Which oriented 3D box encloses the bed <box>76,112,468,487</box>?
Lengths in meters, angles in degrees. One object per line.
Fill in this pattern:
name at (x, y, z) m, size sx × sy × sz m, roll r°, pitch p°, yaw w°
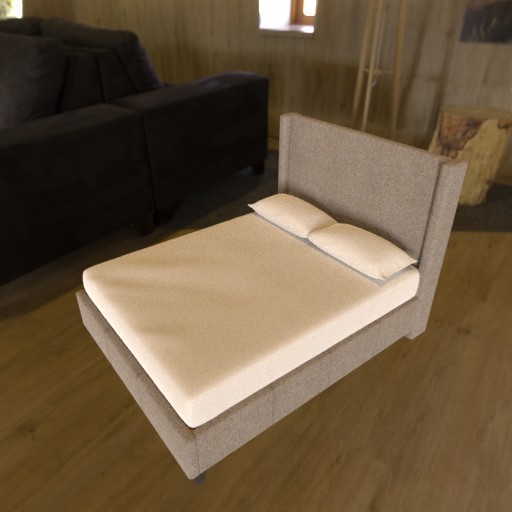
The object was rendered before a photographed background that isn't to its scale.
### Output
bed at (0.000, 0.000, 3.295) m, size 2.245 × 1.476 × 1.714 m, roll -22°, pitch 37°, yaw -32°
